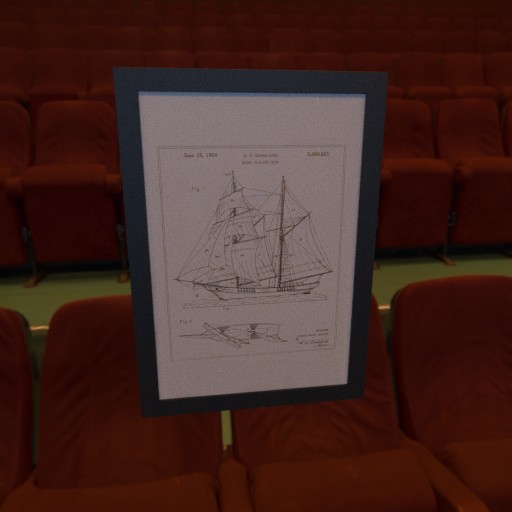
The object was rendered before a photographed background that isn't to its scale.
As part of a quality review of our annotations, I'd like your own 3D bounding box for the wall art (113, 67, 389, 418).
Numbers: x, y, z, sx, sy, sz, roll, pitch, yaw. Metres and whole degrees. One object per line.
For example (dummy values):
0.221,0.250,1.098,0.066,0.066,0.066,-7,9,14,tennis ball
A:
0.000,0.000,0.685,0.381,0.534,0.013,-2,16,-8,wall art
